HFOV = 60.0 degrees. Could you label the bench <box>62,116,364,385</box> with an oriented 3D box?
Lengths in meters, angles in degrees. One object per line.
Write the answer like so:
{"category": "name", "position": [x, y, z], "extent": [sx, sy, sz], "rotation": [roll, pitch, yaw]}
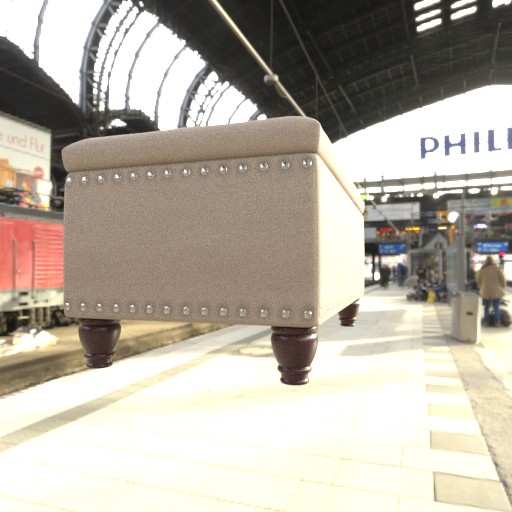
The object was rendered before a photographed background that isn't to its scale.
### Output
{"category": "bench", "position": [0.000, 0.000, 1.182], "extent": [0.500, 0.449, 0.887], "rotation": [-1, -2, 18]}
